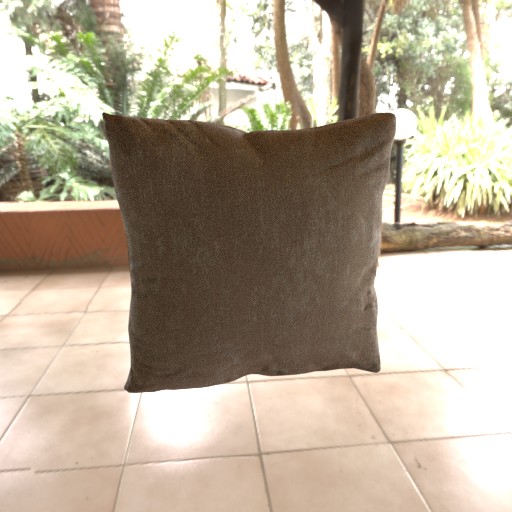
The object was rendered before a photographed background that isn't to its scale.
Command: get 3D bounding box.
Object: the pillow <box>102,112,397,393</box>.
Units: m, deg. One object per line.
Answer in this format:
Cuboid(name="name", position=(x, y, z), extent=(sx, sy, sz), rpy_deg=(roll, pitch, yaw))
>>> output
Cuboid(name="pillow", position=(0.000, 0.000, 0.722), extent=(0.450, 0.448, 0.245), rpy_deg=(-2, 16, -7))
